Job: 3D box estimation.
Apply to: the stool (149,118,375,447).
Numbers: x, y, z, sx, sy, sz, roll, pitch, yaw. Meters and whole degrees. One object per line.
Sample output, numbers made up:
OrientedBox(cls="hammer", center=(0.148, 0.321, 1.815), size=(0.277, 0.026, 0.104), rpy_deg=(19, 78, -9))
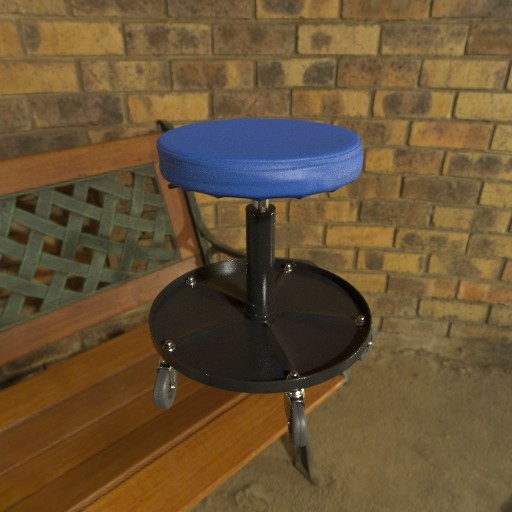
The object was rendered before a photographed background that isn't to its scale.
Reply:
OrientedBox(cls="stool", center=(0.000, 0.000, 0.673), size=(0.382, 0.365, 0.381), rpy_deg=(7, 27, 14))
